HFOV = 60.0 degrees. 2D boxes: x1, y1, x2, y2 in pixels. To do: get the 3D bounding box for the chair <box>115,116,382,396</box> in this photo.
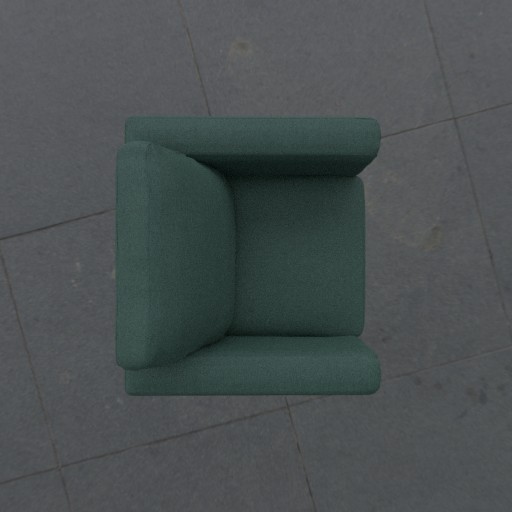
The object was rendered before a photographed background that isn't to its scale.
[{"bbox_3d":[0.000,0.000,1.563,0.800,0.927,0.855,0,90,0],"label":"chair"}]
